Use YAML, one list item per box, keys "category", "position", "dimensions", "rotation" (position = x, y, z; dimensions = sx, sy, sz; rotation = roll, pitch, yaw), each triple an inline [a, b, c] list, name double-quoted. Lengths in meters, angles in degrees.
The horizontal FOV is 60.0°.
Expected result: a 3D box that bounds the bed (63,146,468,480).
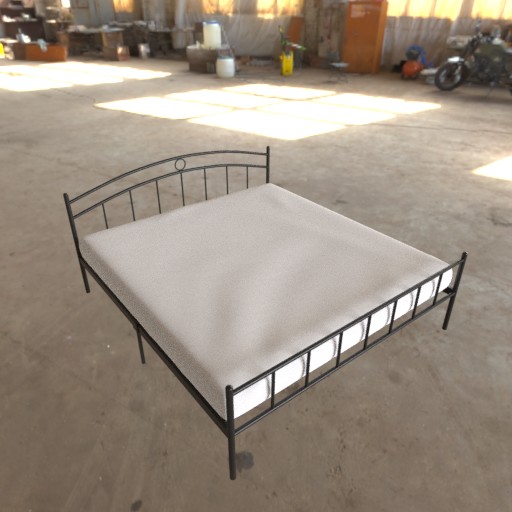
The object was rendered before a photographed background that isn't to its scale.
- category: "bed"
  position: [0.000, 0.000, 3.124]
  dimensions: [1.880, 0.940, 2.040]
  rotation: [-21, 37, -32]
